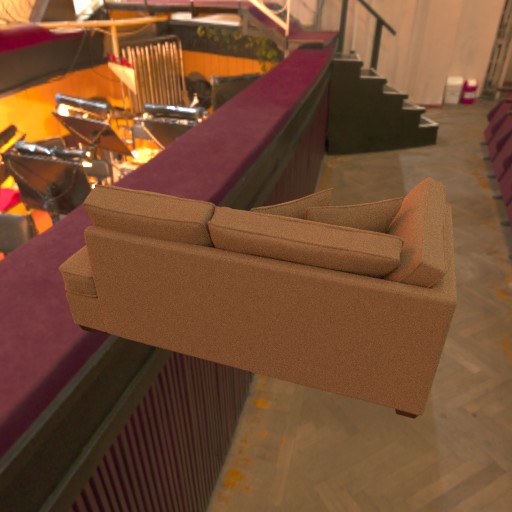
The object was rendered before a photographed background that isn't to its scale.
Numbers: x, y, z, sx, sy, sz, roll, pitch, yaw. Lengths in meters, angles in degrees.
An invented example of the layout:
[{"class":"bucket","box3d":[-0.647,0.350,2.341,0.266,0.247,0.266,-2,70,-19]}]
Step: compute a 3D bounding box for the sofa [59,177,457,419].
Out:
[{"class":"sofa","box3d":[0.000,0.000,2.829,2.237,1.033,1.110,11,34,16]}]
